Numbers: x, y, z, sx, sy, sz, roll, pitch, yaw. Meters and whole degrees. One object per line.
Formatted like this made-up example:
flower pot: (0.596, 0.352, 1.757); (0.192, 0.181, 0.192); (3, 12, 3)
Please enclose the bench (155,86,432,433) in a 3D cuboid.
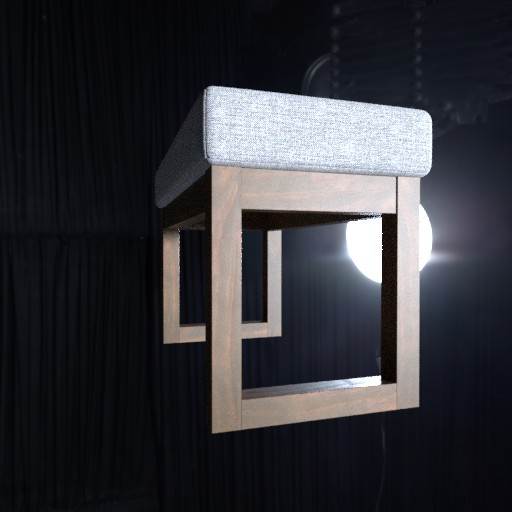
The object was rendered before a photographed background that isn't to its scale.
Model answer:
bench: (0.000, 0.000, 0.948); (0.366, 0.467, 0.681); (0, 1, -18)
